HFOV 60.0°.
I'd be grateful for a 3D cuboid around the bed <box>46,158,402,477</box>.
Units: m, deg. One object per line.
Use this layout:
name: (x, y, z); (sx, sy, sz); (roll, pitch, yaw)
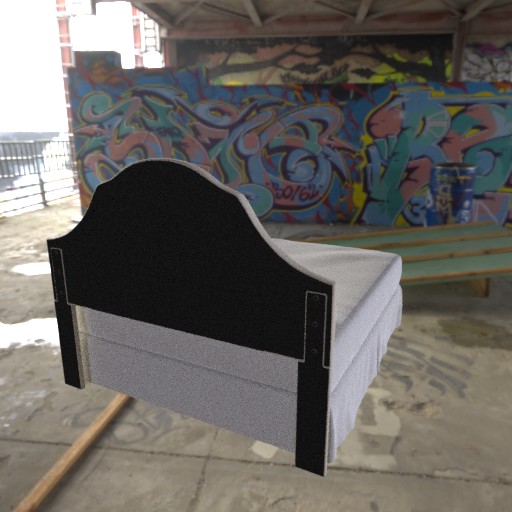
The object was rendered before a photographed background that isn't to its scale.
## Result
bed: (0.000, 0.000, 3.483); (2.008, 1.615, 2.214); (8, 18, 26)
